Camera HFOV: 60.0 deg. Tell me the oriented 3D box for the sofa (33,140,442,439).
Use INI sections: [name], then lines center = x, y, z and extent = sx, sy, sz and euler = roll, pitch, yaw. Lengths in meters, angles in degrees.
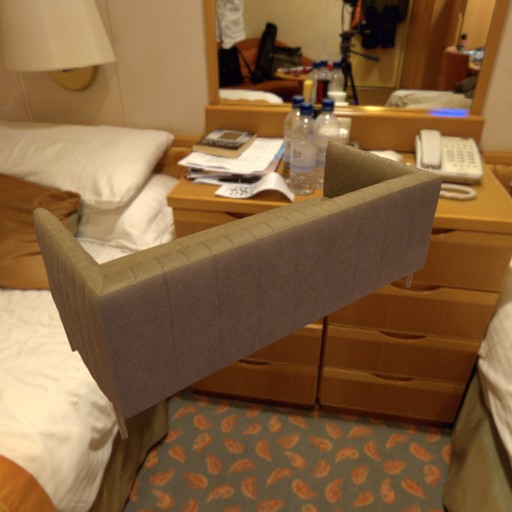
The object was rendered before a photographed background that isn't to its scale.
[sofa]
center = 0.000, 0.000, 2.401
extent = 1.980, 0.779, 0.876
euler = -20, 36, -31
